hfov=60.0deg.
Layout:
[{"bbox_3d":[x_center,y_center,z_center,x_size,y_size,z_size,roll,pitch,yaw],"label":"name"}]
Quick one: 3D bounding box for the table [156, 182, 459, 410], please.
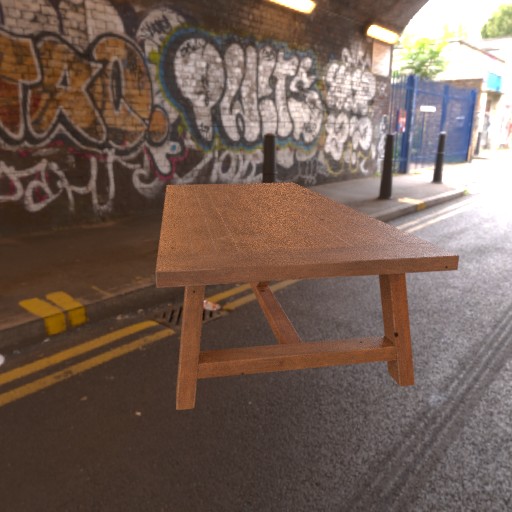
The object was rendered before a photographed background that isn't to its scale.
[{"bbox_3d":[0.000,0.000,2.069,0.820,0.465,1.800,-3,16,-10],"label":"table"}]
